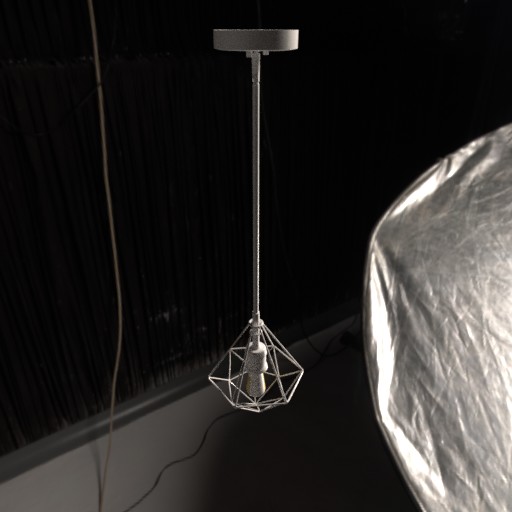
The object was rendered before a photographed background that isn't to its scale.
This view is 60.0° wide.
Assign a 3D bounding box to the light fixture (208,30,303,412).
[{"bbox_3d":[0.000,0.000,1.942,0.431,1.764,0.487,-19,33,-32],"label":"light fixture"}]
